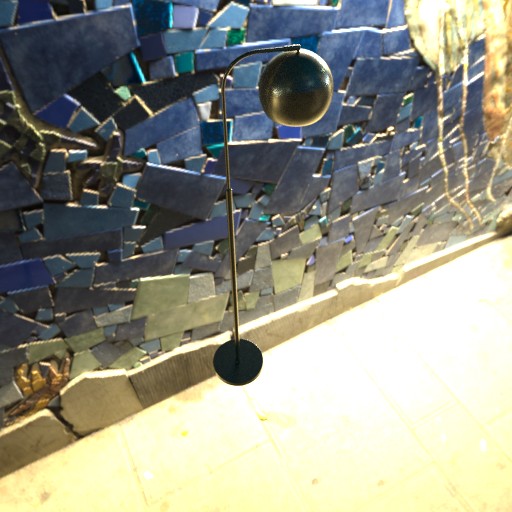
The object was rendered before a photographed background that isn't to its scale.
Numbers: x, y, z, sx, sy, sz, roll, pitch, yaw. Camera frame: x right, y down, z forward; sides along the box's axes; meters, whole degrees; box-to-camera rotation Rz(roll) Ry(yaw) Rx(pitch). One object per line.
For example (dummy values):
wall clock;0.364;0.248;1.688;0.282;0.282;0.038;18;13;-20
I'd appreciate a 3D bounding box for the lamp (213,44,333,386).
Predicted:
lamp;0.000;0.000;1.676;0.431;1.526;0.250;-10;48;-9
